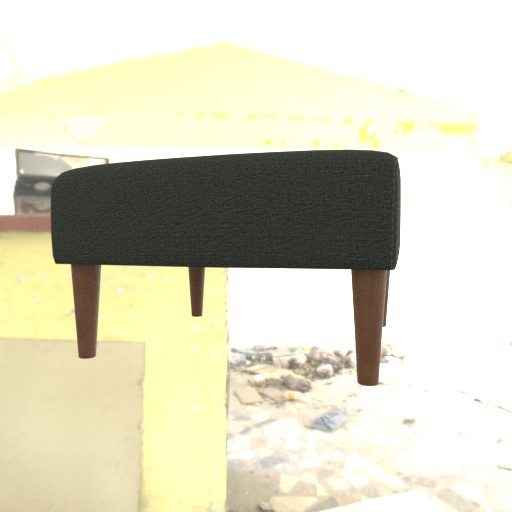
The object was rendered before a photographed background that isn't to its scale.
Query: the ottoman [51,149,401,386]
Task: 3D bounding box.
[{"bbox_3d":[0.000,0.000,1.054,0.650,0.398,0.649,1,2,18],"label":"ottoman"}]
